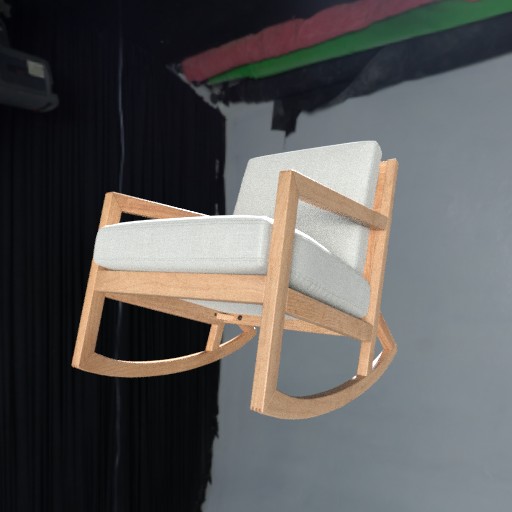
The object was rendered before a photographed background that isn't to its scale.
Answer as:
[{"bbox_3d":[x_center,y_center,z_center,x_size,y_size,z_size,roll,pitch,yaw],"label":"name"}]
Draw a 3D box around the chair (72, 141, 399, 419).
[{"bbox_3d":[0.000,0.000,1.374,0.622,0.790,0.857,0,0,35],"label":"chair"}]
